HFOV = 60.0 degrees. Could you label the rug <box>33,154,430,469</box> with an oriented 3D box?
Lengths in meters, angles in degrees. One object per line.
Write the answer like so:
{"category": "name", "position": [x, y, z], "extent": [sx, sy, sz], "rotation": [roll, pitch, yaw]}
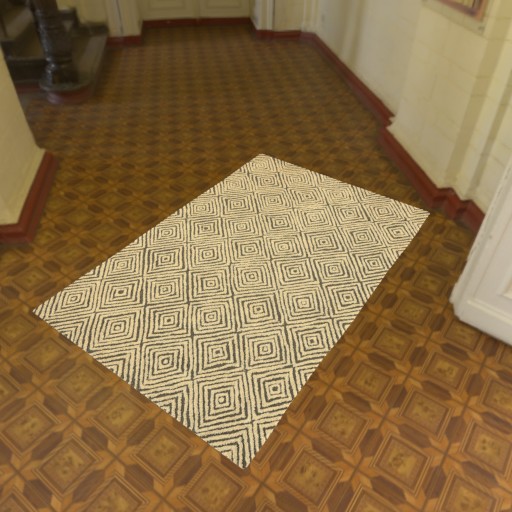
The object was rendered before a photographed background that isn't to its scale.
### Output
{"category": "rug", "position": [0.000, 0.000, 2.229], "extent": [1.177, 0.004, 1.750], "rotation": [26, 47, 26]}
